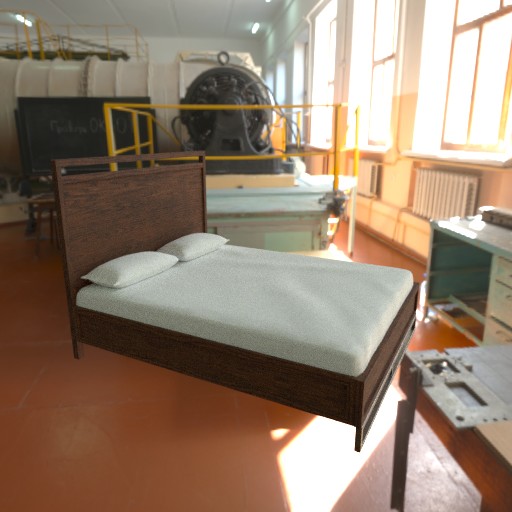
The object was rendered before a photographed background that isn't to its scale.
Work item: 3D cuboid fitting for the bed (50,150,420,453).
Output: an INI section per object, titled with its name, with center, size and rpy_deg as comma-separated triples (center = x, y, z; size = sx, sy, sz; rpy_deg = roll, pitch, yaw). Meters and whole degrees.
[bed]
center = 0.000, 0.000, 3.438
size = 2.218, 1.487, 1.765
rpy_deg = 8, 18, 27
